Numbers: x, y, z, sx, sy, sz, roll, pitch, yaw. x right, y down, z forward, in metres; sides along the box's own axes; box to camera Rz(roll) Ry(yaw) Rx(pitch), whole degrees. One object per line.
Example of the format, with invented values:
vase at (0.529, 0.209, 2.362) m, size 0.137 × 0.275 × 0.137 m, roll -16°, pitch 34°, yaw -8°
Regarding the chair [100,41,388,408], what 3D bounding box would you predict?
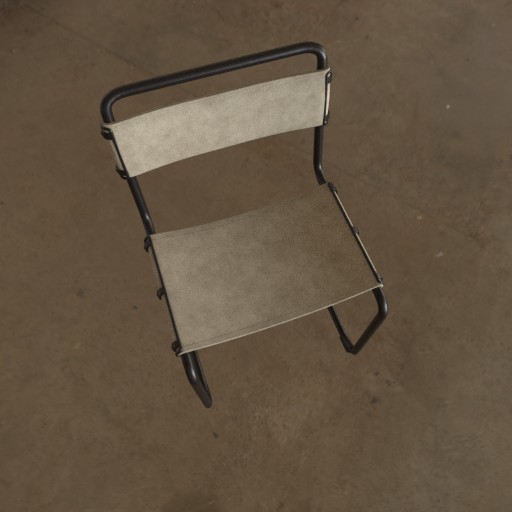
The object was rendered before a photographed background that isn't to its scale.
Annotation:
chair at (0.000, 0.000, 1.084) m, size 0.499 × 0.747 × 0.497 m, roll -17°, pitch 64°, yaw -9°
